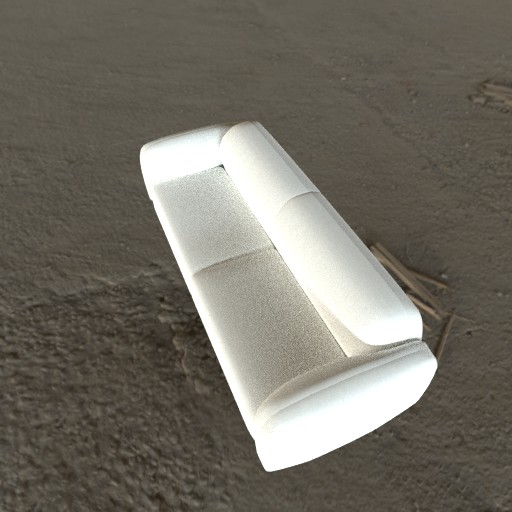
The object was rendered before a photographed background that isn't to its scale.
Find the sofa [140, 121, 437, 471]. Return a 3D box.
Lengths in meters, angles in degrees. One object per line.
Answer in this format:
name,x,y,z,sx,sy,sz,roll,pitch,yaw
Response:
sofa,0.000,0.000,2.656,0.870,0.780,2.280,-17,49,-16
